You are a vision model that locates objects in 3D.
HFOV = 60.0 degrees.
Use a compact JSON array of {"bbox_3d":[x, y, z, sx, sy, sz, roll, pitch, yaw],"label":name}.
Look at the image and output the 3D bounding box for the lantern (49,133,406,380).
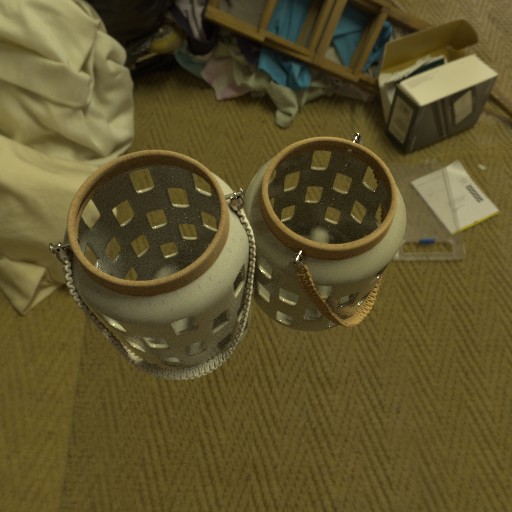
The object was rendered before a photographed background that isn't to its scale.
[{"bbox_3d":[0.000,0.000,0.481,0.347,0.255,0.184,-18,65,-8],"label":"lantern"}]
